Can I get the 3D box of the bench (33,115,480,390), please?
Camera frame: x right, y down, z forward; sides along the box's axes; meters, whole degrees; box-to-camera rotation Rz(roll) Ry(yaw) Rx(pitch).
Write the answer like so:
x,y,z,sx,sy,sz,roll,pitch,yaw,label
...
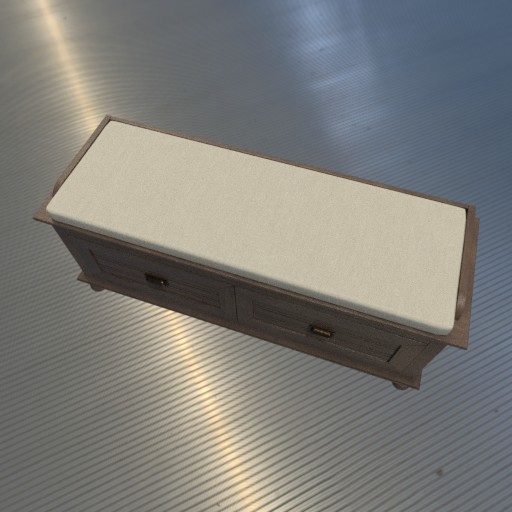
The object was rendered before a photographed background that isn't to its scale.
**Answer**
x,y,z,sx,sy,sz,roll,pitch,yaw,label
0.000,0.000,1.410,1.185,0.501,0.402,16,60,10,bench
